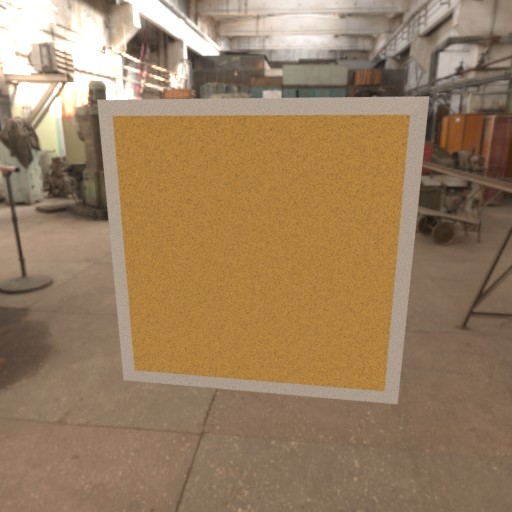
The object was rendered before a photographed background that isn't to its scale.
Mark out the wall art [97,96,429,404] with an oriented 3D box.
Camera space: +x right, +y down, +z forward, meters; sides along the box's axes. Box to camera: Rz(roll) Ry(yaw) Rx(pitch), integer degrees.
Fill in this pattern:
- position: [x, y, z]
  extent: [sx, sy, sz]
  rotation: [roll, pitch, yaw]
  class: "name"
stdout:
- position: [0.000, 0.000, 1.930]
  extent: [1.289, 1.291, 0.098]
  rotation: [2, 16, 8]
  class: "wall art"
